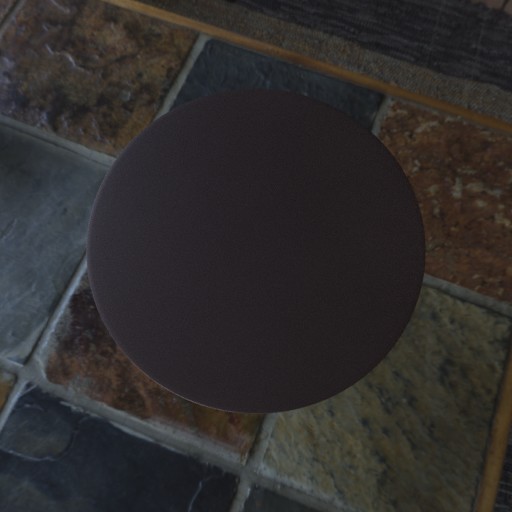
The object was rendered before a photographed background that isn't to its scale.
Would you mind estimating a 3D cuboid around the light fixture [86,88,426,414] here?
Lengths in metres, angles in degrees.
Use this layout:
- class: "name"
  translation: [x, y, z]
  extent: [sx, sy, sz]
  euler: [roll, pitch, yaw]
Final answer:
- class: "light fixture"
  translation: [0.000, 0.000, 0.431]
  extent: [0.280, 0.135, 0.280]
  euler: [0, 75, 0]
